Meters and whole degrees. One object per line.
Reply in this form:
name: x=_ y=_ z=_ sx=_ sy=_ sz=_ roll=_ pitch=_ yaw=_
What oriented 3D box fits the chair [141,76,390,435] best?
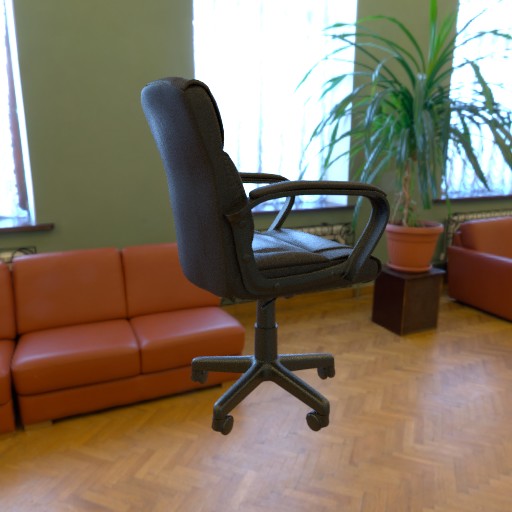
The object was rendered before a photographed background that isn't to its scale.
chair: x=0.000 y=0.000 z=1.391 sx=0.641 sy=0.998 sz=0.576 roll=-6 pitch=15 yaw=-25
